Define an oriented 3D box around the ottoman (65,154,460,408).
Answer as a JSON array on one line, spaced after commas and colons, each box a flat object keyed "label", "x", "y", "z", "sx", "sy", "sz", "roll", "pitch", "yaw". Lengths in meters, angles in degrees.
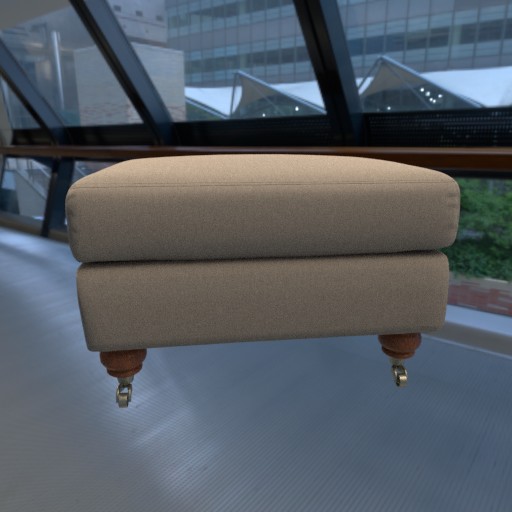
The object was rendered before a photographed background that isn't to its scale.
[{"label": "ottoman", "x": 0.000, "y": 0.000, "z": 1.127, "sx": 0.773, "sy": 0.497, "sz": 0.574, "roll": -2, "pitch": 16, "yaw": -7}]
